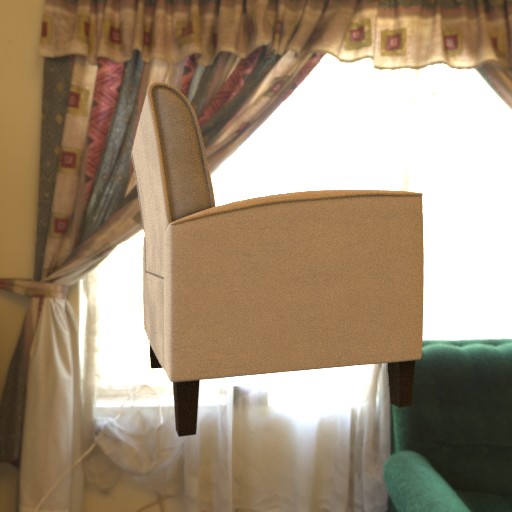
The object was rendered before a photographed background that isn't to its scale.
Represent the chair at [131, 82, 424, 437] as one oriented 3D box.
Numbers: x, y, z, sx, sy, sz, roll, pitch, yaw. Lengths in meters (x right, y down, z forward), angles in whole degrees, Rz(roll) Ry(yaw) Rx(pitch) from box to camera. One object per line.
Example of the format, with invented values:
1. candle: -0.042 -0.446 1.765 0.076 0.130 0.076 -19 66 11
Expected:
1. chair: 0.000 0.000 1.582 0.821 0.915 0.820 0 0 -19
